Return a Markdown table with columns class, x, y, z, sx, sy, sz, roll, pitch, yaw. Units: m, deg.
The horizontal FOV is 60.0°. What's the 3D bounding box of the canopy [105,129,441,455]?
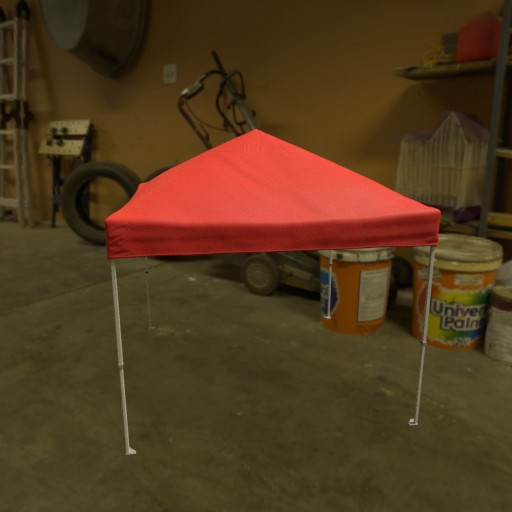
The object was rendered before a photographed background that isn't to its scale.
| class | x | y | z | sx | sy | sz | roll | pitch | yaw |
| --- | --- | --- | --- | --- | --- | --- | --- | --- | --- |
| canopy | 0.000 | 0.000 | 5.445 | 2.996 | 2.997 | 2.998 | -2 | 15 | -9 |
